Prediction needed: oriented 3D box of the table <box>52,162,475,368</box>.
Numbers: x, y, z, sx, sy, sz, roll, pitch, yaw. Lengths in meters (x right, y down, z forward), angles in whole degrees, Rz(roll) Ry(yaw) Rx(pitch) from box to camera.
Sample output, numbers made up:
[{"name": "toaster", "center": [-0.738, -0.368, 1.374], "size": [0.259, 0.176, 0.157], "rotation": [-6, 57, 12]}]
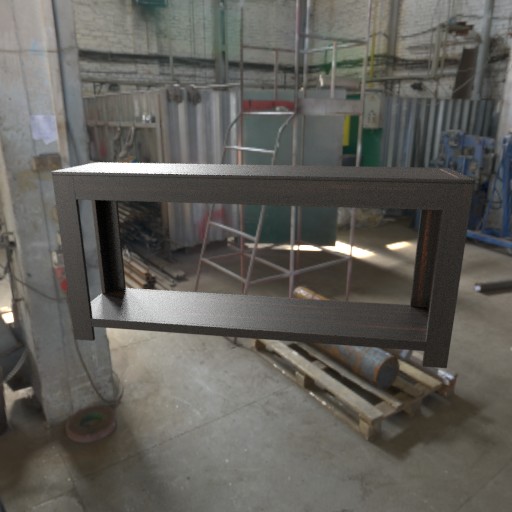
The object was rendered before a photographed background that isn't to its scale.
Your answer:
[{"name": "table", "center": [0.000, 0.000, 1.979], "size": [1.631, 0.762, 0.384], "rotation": [3, 18, 8]}]
